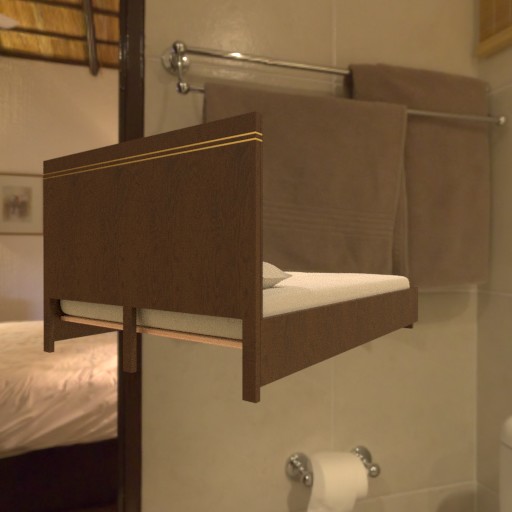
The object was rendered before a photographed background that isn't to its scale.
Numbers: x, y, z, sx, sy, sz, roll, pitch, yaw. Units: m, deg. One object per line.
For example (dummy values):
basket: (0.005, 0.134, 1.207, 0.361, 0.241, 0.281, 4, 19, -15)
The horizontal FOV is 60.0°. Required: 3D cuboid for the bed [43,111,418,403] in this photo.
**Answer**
bed: (0.000, 0.000, 3.143, 1.613, 1.169, 2.221, 0, 0, 36)
